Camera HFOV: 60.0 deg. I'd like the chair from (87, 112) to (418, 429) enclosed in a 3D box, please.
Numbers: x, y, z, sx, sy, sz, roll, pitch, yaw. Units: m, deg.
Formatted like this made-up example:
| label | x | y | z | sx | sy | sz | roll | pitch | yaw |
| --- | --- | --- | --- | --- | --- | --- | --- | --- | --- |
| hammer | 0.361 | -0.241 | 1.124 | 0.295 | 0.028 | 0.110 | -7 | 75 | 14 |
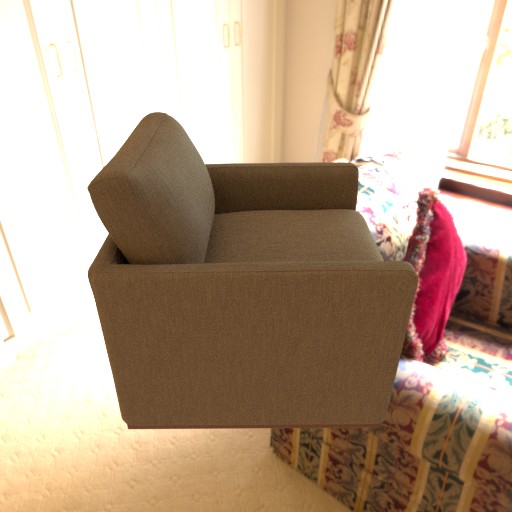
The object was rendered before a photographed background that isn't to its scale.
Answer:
| label | x | y | z | sx | sy | sz | roll | pitch | yaw |
| --- | --- | --- | --- | --- | --- | --- | --- | --- | --- |
| chair | 0.000 | 0.000 | 1.473 | 0.834 | 0.811 | 0.763 | 0 | 32 | 0 |
